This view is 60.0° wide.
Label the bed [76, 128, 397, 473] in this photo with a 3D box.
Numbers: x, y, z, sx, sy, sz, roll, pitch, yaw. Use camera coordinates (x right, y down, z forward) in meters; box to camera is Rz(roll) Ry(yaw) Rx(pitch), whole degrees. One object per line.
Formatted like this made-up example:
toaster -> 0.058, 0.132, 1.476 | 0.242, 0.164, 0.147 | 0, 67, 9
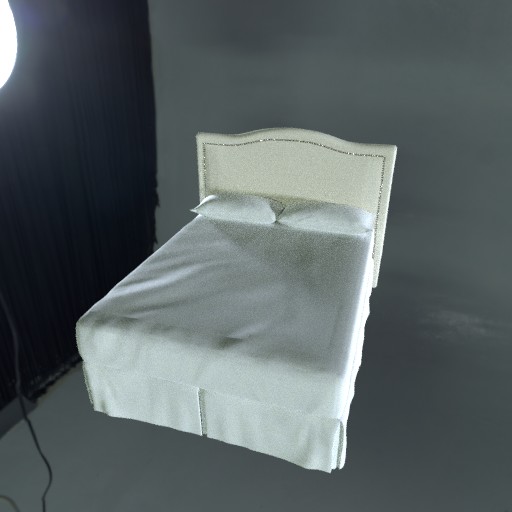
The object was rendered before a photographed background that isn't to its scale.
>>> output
bed -> 0.000, 0.000, 3.235 | 1.753, 1.460, 2.143 | 8, 28, 15
